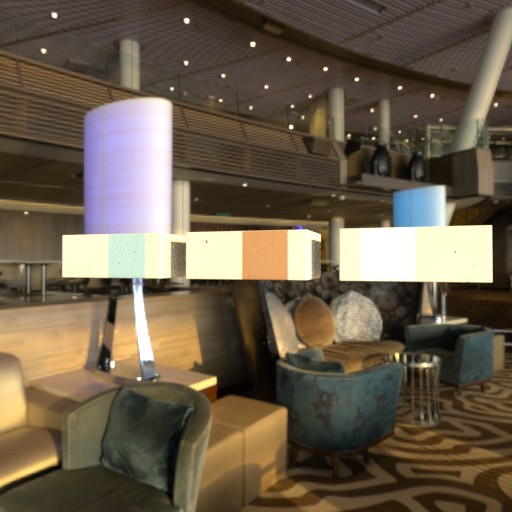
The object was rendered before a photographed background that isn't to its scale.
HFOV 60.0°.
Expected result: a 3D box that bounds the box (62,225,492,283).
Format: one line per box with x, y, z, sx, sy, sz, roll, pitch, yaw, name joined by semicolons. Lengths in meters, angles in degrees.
0.000;0.000;0.497;0.461;0.051;0.082;0;-1;18;box
